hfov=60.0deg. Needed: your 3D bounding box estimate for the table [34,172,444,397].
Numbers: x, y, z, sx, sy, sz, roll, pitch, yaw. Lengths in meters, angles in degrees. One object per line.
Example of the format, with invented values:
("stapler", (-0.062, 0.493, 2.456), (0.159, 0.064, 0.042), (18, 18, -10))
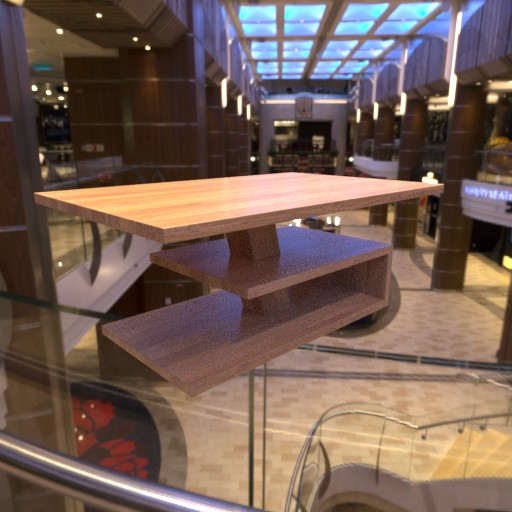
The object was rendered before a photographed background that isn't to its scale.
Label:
("table", (0.000, 0.000, 1.451), (1.100, 0.442, 0.700), (-14, 20, -41))
